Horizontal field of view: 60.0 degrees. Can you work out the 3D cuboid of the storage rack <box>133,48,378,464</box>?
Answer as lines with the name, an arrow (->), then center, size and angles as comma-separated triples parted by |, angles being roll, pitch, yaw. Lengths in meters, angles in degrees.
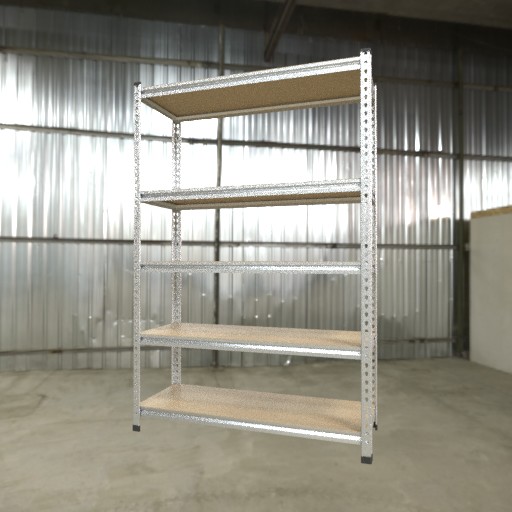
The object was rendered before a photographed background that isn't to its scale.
storage rack -> 0.000, 0.000, 2.352 | 1.219, 1.829, 0.457 | 0, -1, 18
